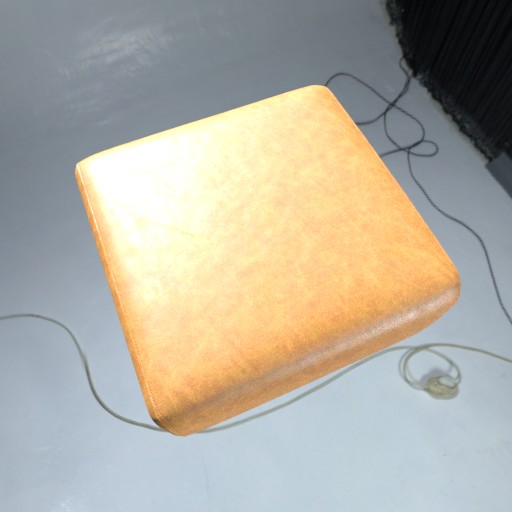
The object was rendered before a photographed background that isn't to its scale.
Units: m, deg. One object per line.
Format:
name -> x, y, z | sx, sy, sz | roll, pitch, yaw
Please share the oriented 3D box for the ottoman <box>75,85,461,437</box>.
ottoman -> 0.000, 0.000, 1.073 | 0.650, 0.399, 0.650 | -21, 65, -10
